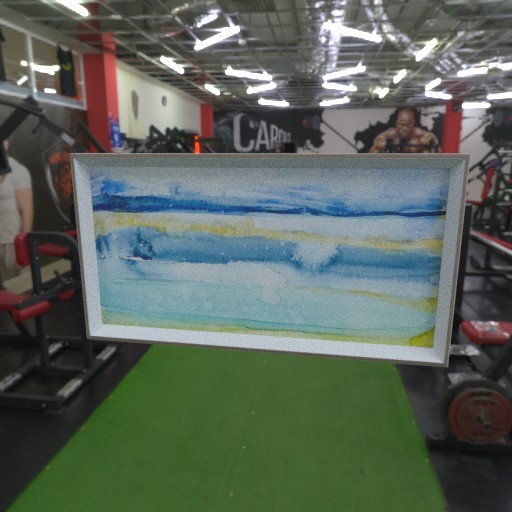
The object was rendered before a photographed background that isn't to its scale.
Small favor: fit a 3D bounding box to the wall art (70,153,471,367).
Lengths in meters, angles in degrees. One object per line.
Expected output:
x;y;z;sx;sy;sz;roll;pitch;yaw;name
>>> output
0.000;0.000;0.956;0.812;0.431;0.038;2;13;10;wall art
